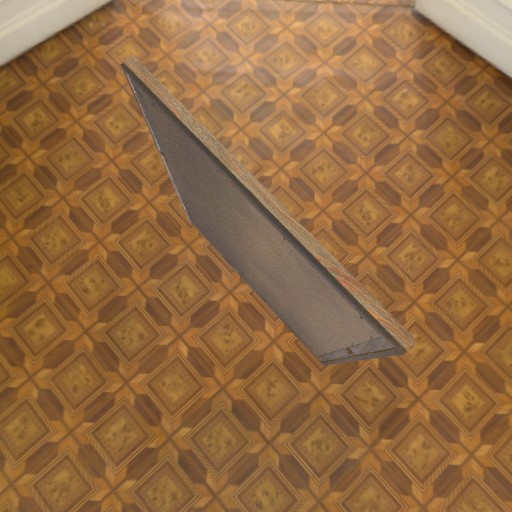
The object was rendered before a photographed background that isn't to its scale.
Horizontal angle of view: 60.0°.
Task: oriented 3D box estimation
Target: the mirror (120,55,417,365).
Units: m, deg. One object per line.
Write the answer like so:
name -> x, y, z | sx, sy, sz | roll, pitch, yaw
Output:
mirror -> 0.000, 0.000, 1.202 | 0.032, 0.882, 0.730 | -41, 79, -10
